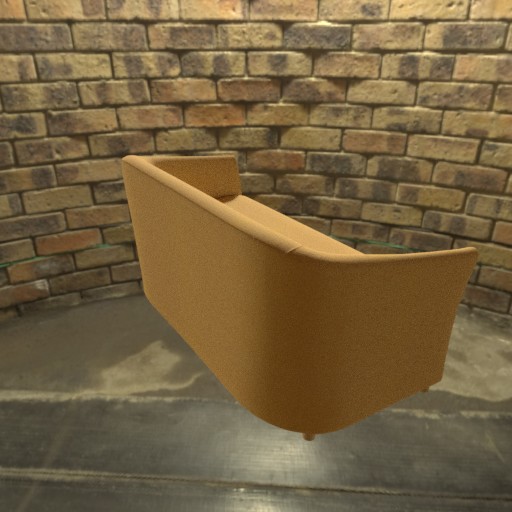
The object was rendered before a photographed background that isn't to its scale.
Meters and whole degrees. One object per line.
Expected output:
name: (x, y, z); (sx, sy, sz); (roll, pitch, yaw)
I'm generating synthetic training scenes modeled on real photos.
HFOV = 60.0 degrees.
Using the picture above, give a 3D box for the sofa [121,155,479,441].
sofa: (0.000, 0.000, 1.822); (0.705, 0.721, 1.452); (-17, 31, -31)
